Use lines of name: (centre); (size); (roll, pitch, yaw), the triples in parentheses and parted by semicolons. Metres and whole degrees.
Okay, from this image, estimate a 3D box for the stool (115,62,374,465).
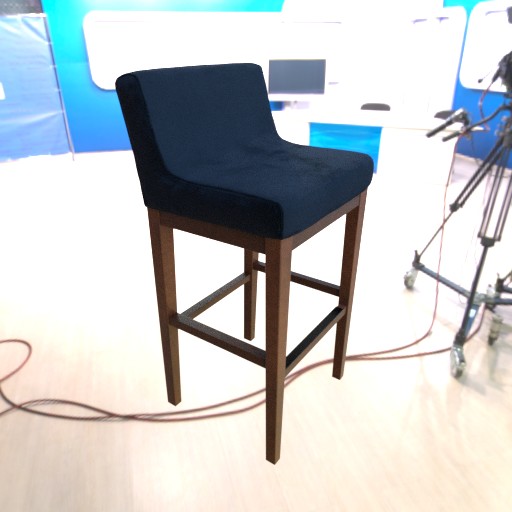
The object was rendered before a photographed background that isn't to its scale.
stool: (0.000, 0.000, 1.324); (0.500, 1.037, 0.511); (17, 31, 31)
